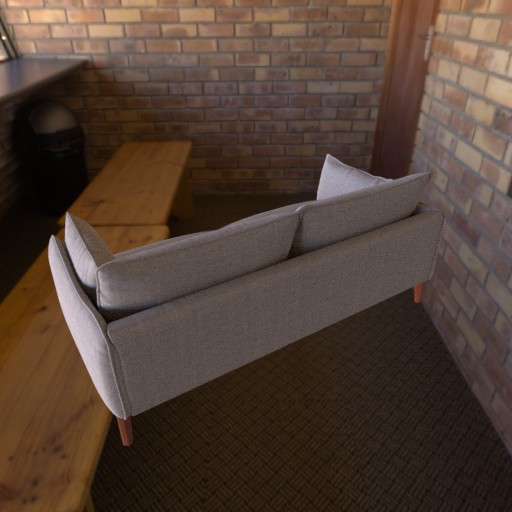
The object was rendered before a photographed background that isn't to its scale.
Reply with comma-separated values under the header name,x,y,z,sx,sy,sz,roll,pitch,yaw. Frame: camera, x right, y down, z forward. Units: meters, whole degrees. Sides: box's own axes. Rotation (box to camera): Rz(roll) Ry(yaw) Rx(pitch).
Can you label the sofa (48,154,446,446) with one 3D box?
name,x,y,z,sx,sy,sz,roll,pitch,yaw
sofa,0.000,0.000,2.436,1.989,0.851,0.972,-18,35,-28
